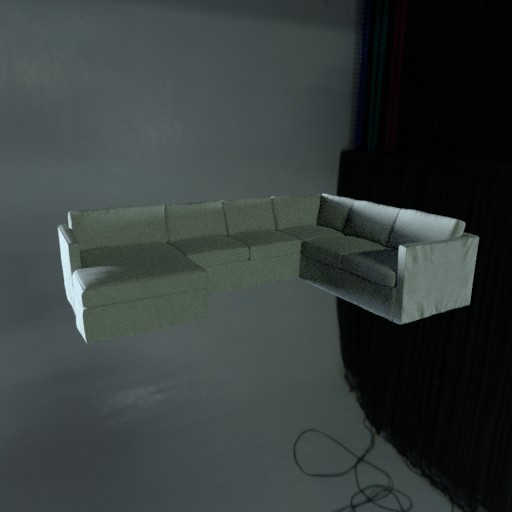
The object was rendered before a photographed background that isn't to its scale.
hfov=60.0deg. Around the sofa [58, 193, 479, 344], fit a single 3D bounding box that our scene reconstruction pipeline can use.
[{"bbox_3d":[0.000,0.000,4.416,3.434,0.869,2.440,-8,17,-27],"label":"sofa"}]
